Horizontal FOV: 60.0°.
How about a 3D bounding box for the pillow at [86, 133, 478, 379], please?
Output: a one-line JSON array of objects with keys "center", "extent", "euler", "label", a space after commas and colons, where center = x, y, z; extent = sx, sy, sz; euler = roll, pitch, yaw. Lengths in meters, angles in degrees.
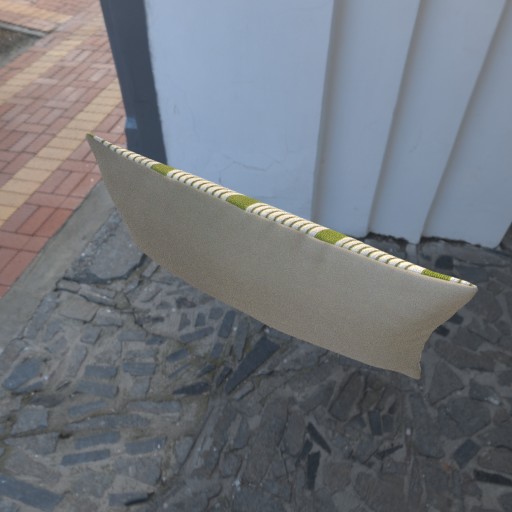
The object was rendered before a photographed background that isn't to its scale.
[{"center": [0.000, 0.000, 0.717], "extent": [0.608, 0.292, 0.156], "euler": [24, 51, 21], "label": "pillow"}]
